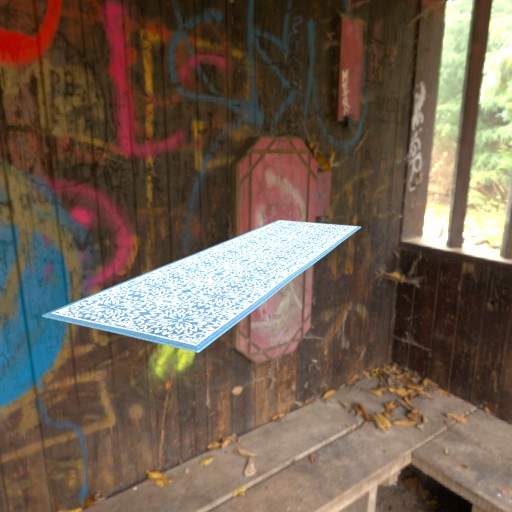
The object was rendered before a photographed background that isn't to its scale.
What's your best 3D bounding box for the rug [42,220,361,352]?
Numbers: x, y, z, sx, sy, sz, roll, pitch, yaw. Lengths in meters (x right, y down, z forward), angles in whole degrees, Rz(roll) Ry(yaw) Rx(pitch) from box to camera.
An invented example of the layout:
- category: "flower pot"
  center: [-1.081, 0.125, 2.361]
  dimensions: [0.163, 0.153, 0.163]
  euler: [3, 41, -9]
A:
- category: "rug"
  center: [0.000, 0.000, 2.408]
  dimensions: [0.662, 0.011, 2.196]
  euler: [7, 16, 24]
